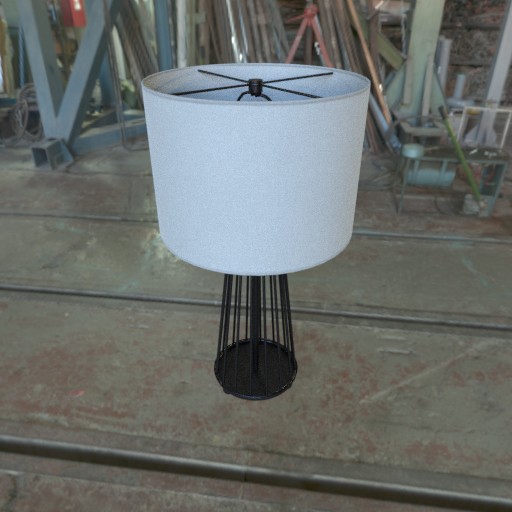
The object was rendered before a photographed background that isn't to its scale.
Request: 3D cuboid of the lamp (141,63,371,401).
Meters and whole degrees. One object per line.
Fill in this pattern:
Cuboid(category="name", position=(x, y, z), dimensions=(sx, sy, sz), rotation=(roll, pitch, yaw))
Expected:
Cuboid(category="lamp", position=(0.000, 0.000, 0.787), dimensions=(0.322, 0.593, 0.322), rotation=(-22, 37, -32))
